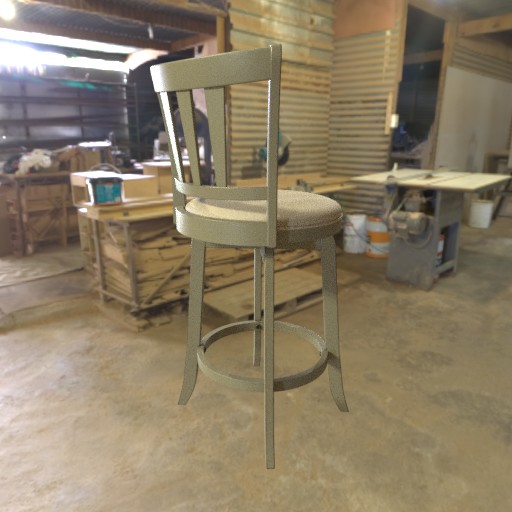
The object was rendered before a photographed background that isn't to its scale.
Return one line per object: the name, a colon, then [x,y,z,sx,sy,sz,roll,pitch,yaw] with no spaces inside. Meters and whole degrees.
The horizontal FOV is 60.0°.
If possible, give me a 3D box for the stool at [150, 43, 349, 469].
stool: [0.000,0.000,1.235,0.486,0.994,0.450,-15,22,-43]
